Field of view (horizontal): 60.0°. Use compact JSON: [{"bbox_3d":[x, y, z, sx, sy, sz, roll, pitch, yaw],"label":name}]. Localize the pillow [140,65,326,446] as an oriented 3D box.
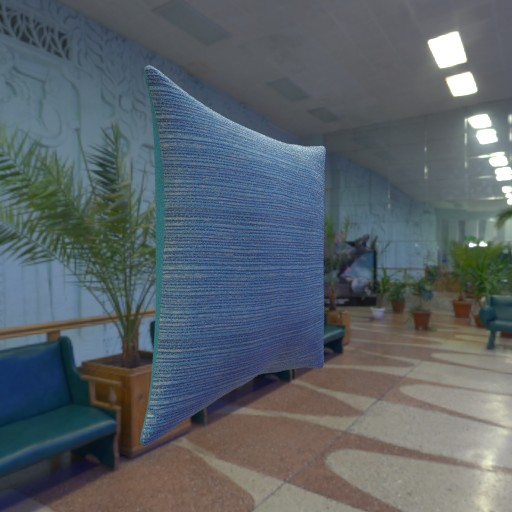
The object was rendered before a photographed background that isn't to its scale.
[{"bbox_3d":[0.000,0.000,0.781,0.150,0.497,0.514,0,0,35],"label":"pillow"}]
